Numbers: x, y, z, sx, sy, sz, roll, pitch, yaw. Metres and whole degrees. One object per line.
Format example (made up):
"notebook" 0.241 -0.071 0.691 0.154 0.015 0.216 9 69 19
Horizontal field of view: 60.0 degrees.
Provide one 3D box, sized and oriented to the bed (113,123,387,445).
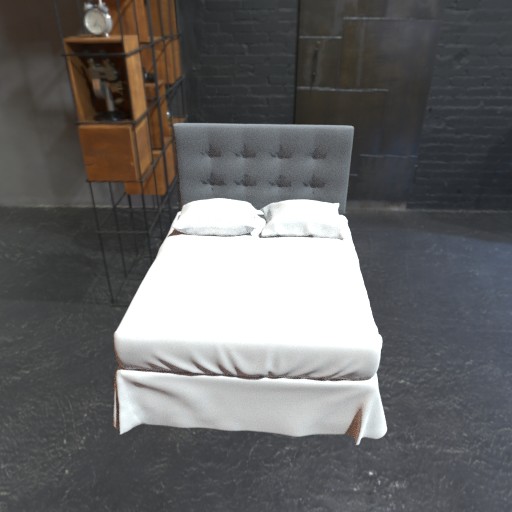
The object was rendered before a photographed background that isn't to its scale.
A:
"bed" 0.000 0.000 3.497 1.936 1.577 2.222 2 30 3
